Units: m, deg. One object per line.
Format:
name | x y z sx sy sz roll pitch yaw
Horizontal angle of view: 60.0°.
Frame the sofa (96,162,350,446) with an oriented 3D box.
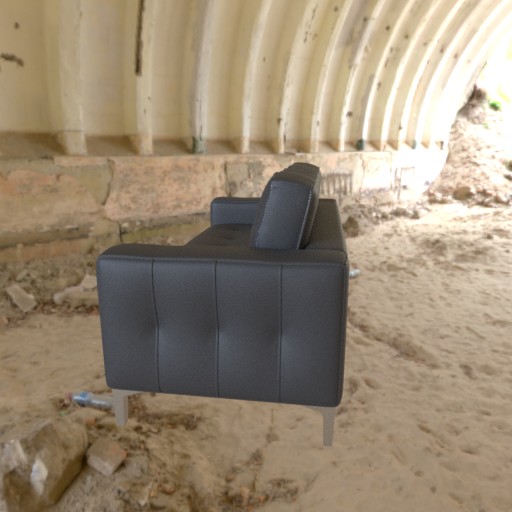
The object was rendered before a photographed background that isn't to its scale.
sofa | 0.000 0.000 2.230 0.833 0.893 1.726 2 14 8
